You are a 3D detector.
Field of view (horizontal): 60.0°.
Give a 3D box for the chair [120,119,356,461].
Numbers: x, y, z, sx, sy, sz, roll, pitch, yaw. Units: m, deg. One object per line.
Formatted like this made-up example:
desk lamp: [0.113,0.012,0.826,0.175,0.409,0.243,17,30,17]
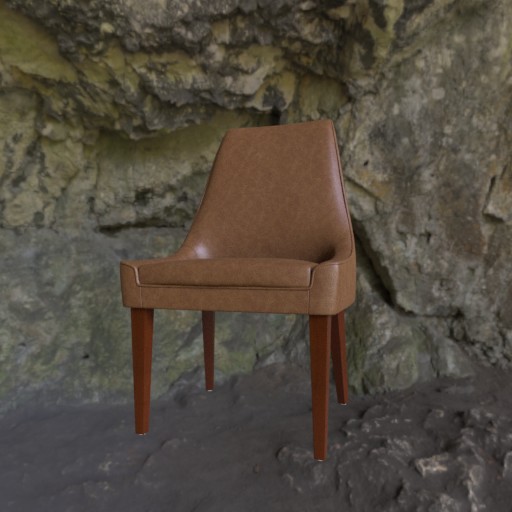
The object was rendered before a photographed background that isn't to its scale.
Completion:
chair: [0.000,0.000,1.222,0.529,0.861,0.544,0,-1,19]
